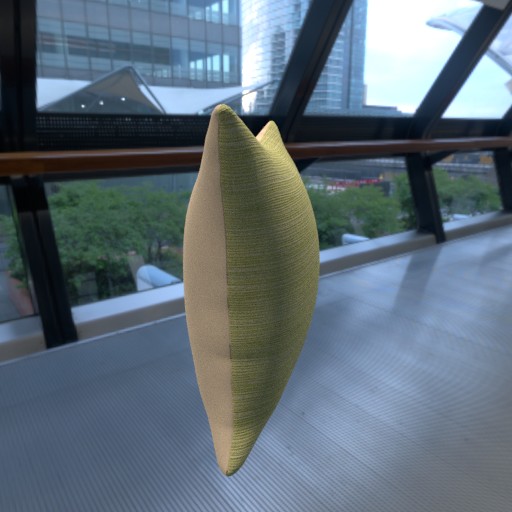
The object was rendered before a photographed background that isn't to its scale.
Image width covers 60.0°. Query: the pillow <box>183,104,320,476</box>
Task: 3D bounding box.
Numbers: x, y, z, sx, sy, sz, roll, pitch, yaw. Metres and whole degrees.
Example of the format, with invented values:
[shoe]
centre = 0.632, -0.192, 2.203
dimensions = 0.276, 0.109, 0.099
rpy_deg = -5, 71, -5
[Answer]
[pillow]
centre = 0.000, 0.000, 0.801
dimensions = 0.229, 0.487, 0.560
rpy_deg = 2, 15, 8
